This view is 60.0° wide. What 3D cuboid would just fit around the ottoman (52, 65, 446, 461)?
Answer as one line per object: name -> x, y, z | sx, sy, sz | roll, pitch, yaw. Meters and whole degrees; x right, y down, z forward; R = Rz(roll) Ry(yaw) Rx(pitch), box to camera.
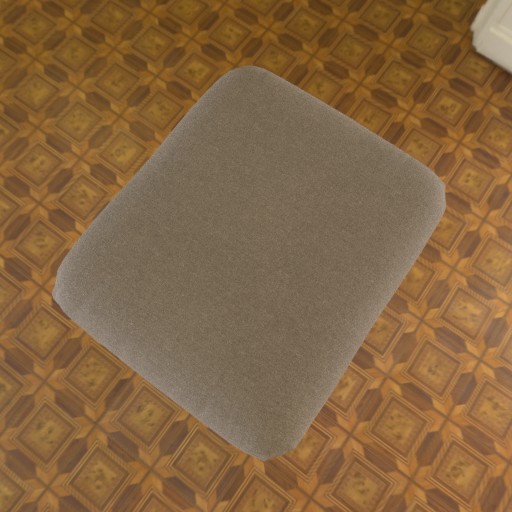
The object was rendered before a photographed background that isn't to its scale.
ottoman -> 0.000, 0.000, 1.103 | 0.622, 0.450, 0.747 | 34, 77, 9
